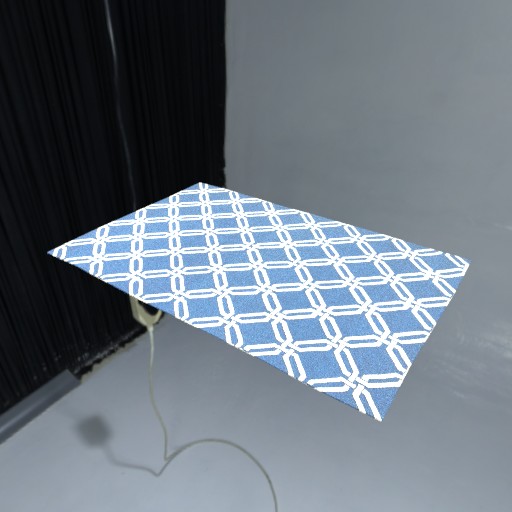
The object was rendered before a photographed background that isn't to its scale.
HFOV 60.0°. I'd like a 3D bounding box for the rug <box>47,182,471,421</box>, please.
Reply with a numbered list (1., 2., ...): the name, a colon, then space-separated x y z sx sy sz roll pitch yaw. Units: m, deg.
1. rug: 0.000 0.000 2.174 1.755 0.010 1.153 20 36 30
